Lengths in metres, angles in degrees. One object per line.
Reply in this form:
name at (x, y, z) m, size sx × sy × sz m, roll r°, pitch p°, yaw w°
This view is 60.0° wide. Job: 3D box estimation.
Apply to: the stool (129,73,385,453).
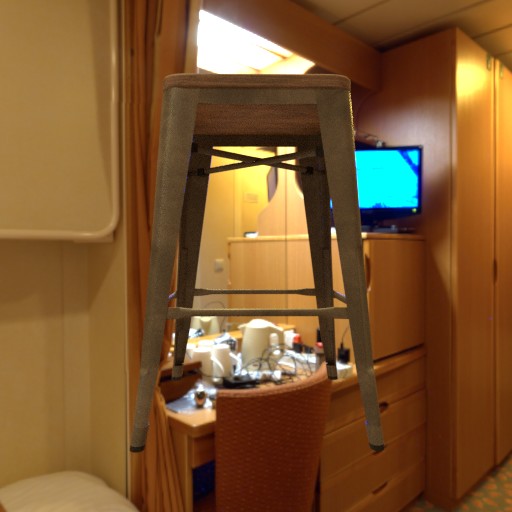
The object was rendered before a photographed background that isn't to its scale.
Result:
stool at (0.000, 0.000, 0.893) m, size 0.407 × 0.607 × 0.407 m, roll 0°, pitch 1°, yaw -1°
